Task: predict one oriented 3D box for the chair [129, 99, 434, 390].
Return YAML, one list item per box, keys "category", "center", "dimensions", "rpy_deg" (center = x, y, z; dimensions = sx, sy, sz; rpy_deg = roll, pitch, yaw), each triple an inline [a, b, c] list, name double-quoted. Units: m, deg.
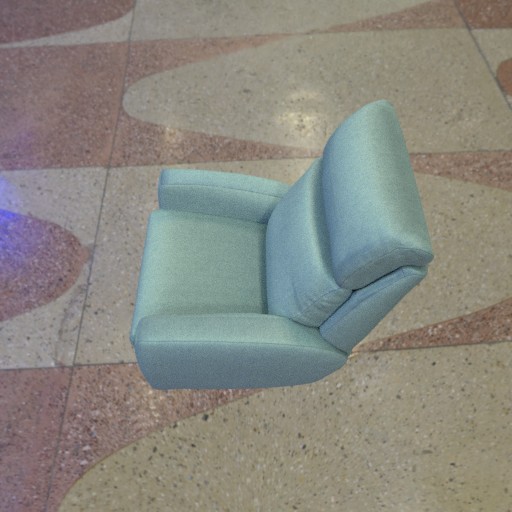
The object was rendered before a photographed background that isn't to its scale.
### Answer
- category: "chair"
  center: [0.000, 0.000, 1.666]
  dimensions: [0.940, 1.013, 0.812]
  rpy_deg: [0, 57, 0]
